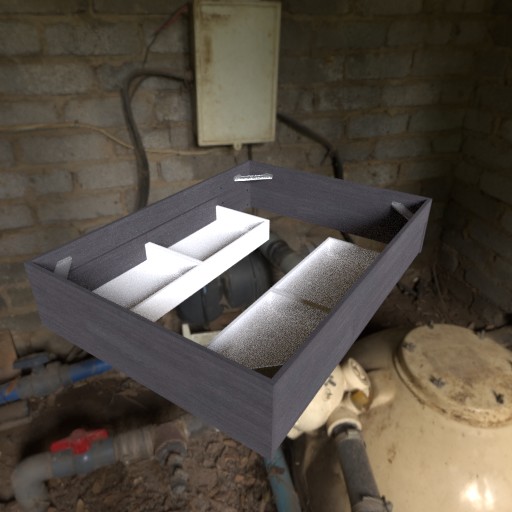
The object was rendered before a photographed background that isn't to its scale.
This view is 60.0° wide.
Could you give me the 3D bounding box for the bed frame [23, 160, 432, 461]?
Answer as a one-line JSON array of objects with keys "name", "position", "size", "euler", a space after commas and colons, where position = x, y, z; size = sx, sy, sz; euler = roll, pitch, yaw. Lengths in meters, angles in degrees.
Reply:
[{"name": "bed frame", "position": [0.000, 0.000, 2.624], "size": [1.448, 0.459, 1.944], "euler": [19, 35, 29]}]
